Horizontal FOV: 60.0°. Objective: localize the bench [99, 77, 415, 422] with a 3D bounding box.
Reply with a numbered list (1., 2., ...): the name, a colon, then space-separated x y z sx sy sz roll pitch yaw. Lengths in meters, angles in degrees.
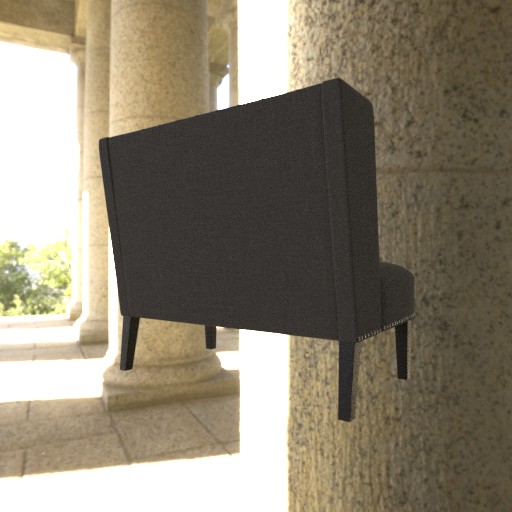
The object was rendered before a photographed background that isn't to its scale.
1. bench: 0.000 0.000 2.090 1.276 1.121 0.842 0 0 35
